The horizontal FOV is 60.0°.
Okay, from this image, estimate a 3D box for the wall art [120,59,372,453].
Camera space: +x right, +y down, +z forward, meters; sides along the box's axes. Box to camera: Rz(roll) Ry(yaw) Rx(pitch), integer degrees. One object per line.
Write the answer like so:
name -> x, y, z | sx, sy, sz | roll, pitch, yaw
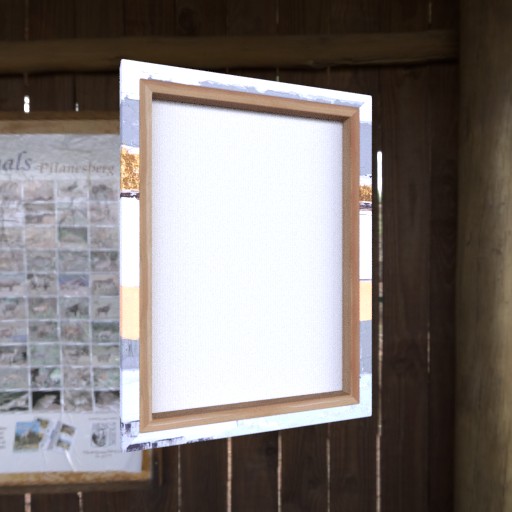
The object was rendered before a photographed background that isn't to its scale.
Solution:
wall art -> 0.000, 0.000, 0.779 | 0.456, 0.609, 0.038 | 0, 0, -20
